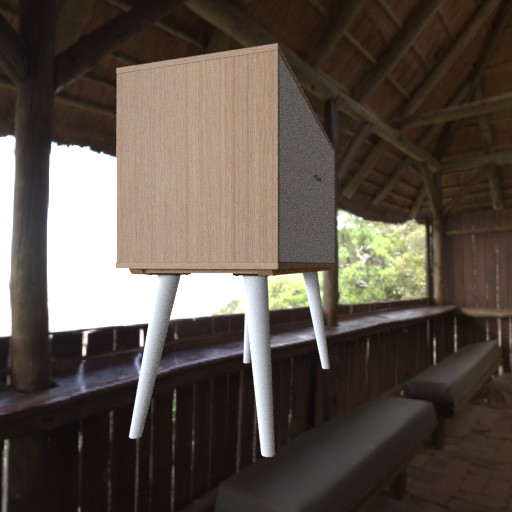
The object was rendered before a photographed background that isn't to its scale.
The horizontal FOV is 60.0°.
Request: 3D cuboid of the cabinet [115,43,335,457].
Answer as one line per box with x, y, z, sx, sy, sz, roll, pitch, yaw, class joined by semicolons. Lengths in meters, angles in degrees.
0.000;0.000;1.641;0.470;1.016;1.057;0;-1;18;cabinet
